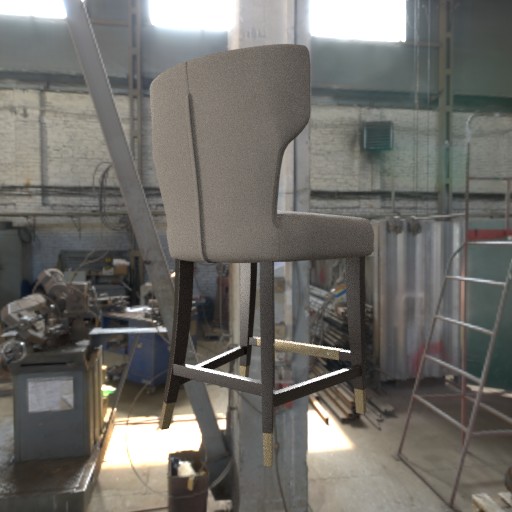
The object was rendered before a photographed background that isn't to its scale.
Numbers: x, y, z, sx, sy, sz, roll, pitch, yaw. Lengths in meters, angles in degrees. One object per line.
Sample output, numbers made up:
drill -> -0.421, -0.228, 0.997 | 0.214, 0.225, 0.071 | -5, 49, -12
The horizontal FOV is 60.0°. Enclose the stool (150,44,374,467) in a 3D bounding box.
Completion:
stool -> 0.000, 0.000, 1.304 | 0.527, 0.982, 0.563 | 1, 2, 36
